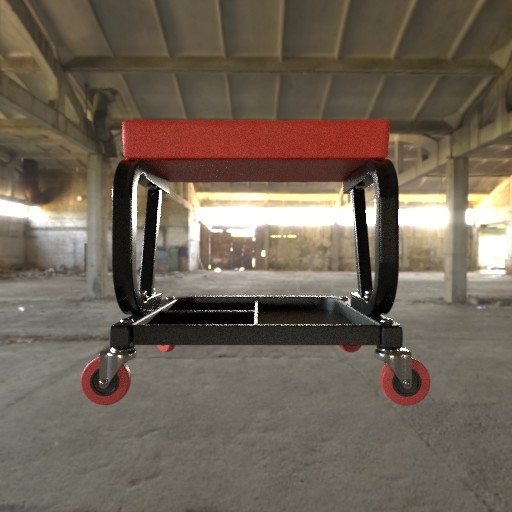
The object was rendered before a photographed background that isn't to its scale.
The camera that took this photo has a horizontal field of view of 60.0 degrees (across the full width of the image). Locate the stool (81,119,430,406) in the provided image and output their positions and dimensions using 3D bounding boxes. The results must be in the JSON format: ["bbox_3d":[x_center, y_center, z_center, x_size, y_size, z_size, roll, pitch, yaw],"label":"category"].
[{"bbox_3d":[0.000,0.000,0.732,0.446,0.380,0.371,0,0,0],"label":"stool"}]
